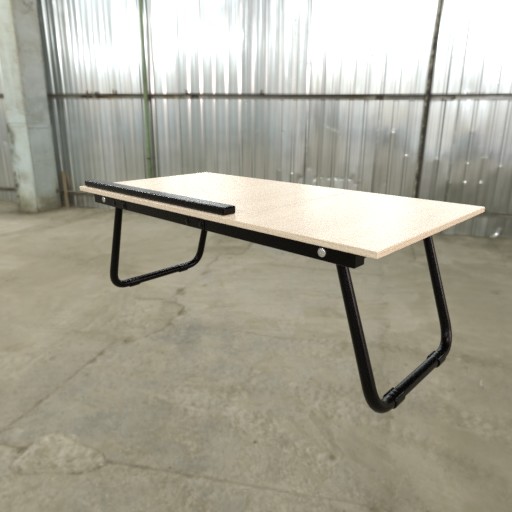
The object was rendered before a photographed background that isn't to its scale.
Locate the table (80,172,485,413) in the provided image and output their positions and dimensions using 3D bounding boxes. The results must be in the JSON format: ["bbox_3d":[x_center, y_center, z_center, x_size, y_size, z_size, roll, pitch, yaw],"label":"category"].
[{"bbox_3d":[0.000,0.000,0.795,0.644,0.242,0.322,16,23,41],"label":"table"}]
